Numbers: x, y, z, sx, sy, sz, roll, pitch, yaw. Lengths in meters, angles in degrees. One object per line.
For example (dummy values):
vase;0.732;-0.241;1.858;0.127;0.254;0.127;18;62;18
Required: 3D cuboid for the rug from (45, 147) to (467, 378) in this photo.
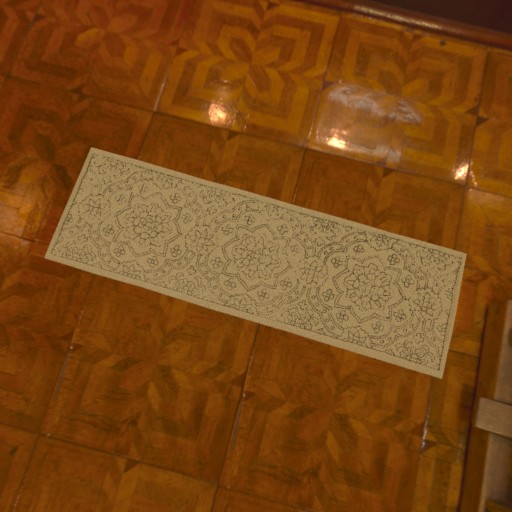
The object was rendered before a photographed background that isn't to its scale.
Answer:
rug;0.000;0.000;2.683;2.448;0.012;0.769;16;77;4
